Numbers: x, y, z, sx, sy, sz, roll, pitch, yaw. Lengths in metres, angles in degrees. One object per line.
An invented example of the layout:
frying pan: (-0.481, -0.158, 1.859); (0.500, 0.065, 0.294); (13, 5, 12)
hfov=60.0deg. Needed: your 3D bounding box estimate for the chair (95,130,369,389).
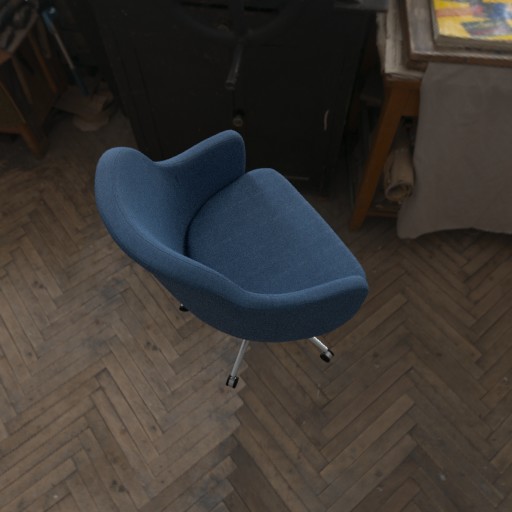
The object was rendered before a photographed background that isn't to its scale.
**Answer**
chair: (0.000, 0.000, 1.247); (0.655, 0.820, 0.599); (-29, 63, -16)
